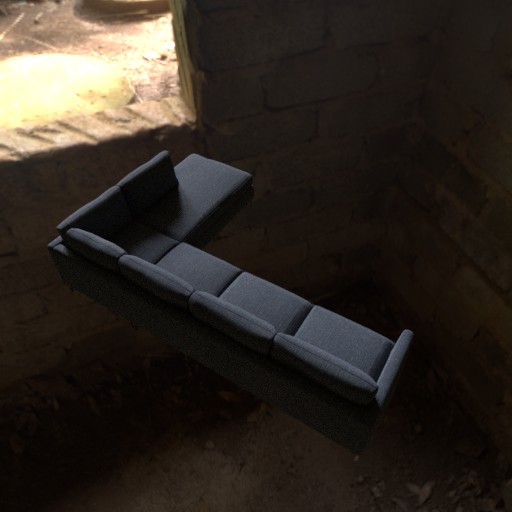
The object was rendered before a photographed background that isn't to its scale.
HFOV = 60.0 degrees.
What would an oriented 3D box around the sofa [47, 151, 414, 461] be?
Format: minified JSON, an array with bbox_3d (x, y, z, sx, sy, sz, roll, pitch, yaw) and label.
[{"bbox_3d":[0.000,0.000,3.892,2.949,0.815,2.007,24,50,22],"label":"sofa"}]
